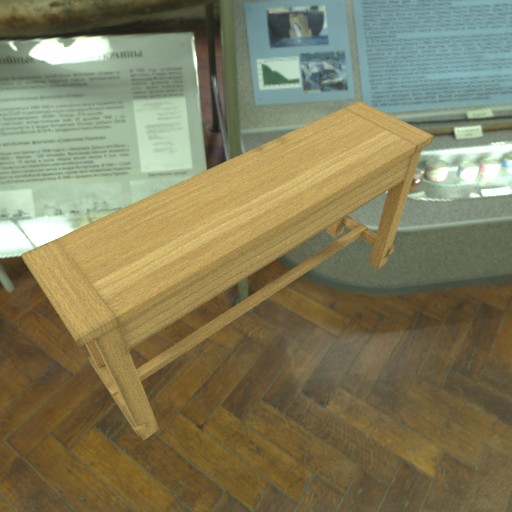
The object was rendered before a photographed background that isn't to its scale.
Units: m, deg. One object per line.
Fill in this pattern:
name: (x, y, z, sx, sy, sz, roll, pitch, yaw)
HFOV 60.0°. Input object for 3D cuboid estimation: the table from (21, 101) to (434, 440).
table: (0.000, 0.000, 1.912, 1.599, 0.762, 0.442, -31, 53, -26)
